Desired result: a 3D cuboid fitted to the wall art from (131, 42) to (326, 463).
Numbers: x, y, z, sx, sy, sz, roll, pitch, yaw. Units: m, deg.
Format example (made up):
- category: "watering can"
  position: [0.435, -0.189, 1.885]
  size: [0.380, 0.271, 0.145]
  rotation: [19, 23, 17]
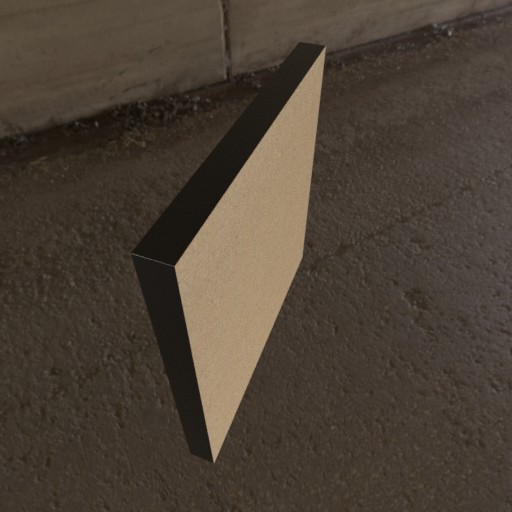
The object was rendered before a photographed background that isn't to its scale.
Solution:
- category: "wall art"
  position: [0.000, 0.000, 0.471]
  size: [0.029, 0.318, 0.327]
  rotation: [16, 49, 14]
